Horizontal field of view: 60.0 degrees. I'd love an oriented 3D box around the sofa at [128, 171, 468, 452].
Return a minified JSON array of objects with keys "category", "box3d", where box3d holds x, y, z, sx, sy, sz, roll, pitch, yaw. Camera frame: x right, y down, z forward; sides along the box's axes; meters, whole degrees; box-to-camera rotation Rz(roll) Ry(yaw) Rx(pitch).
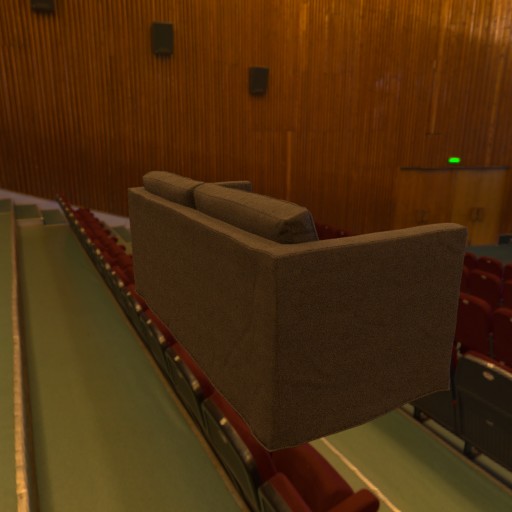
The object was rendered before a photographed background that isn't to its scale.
[{"category":"sofa","box3d":[0.000,0.000,2.465,0.953,0.855,1.982,-8,18,-27]}]
